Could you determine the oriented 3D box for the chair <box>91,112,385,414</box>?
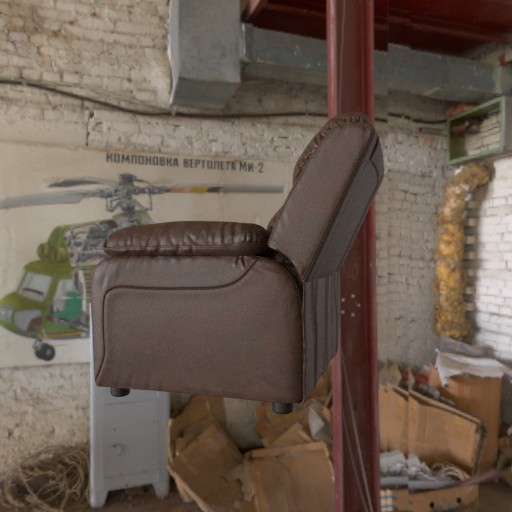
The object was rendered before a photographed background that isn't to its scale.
[{"bbox_3d":[0.000,0.000,1.286,0.707,0.702,0.680,0,1,18],"label":"chair"}]
